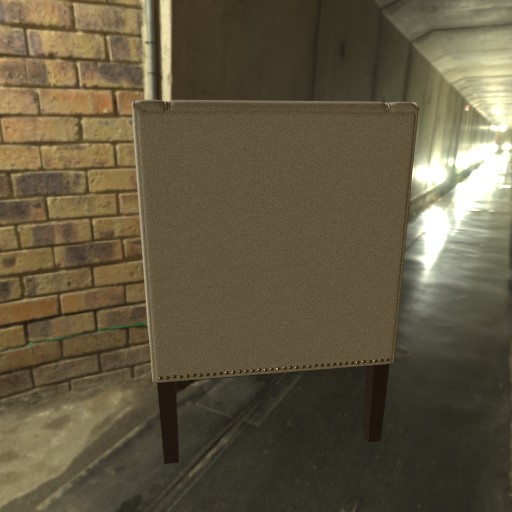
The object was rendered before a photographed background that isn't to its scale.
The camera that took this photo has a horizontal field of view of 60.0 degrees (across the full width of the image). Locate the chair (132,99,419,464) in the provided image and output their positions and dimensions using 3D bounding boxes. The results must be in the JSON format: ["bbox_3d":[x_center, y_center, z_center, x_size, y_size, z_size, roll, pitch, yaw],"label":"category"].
[{"bbox_3d":[0.000,0.000,1.358,0.610,0.864,0.737,-2,16,-8],"label":"chair"}]
